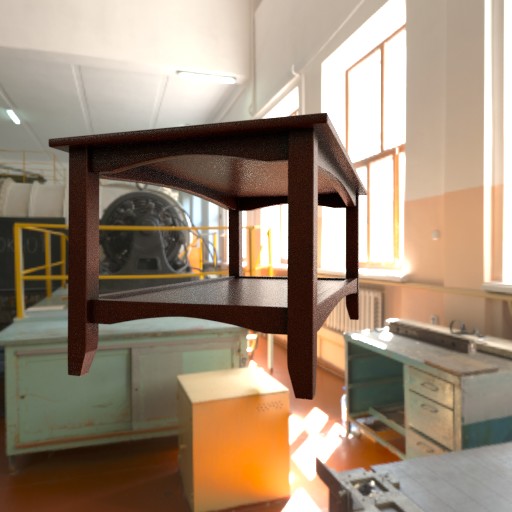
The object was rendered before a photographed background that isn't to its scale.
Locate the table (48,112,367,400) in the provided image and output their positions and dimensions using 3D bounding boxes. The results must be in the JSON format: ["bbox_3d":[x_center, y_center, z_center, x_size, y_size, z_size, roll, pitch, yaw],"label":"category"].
[{"bbox_3d":[0.000,0.000,1.215,0.533,0.456,0.943,0,1,18],"label":"table"}]
